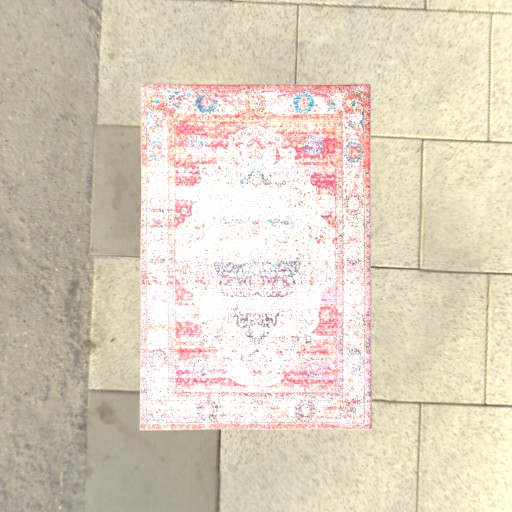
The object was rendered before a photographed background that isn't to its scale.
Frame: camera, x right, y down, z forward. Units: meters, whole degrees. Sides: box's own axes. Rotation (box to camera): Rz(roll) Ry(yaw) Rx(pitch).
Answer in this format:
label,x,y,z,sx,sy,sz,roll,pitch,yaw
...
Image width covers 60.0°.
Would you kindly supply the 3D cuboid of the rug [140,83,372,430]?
label,x,y,z,sx,sy,sz,roll,pitch,yaw
rug,0.000,0.000,2.337,1.219,0.006,1.829,0,89,0
